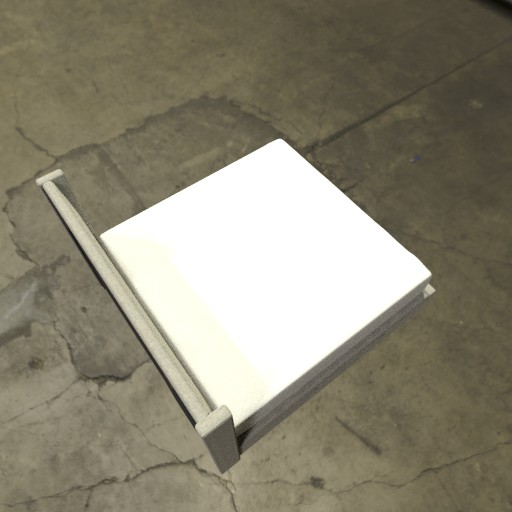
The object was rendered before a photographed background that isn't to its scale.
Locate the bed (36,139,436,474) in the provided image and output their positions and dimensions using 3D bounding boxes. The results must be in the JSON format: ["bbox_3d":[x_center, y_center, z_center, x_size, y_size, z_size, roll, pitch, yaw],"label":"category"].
[{"bbox_3d":[0.000,0.000,3.626,2.280,1.470,2.140,-32,63,-19],"label":"bed"}]
